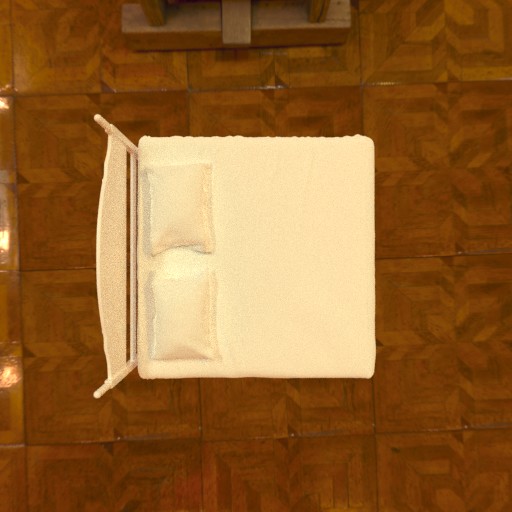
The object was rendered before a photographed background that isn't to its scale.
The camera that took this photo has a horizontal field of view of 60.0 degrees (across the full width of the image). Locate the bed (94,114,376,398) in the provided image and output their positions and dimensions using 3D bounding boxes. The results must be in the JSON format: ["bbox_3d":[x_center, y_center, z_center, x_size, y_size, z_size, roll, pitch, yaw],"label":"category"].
[{"bbox_3d":[0.000,0.000,3.643,2.219,1.355,2.322,0,90,0],"label":"bed"}]
